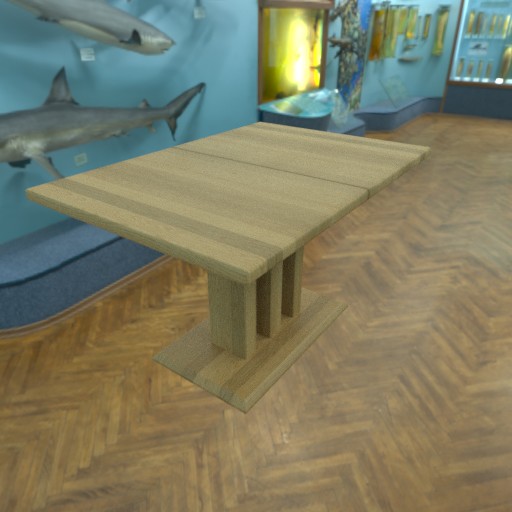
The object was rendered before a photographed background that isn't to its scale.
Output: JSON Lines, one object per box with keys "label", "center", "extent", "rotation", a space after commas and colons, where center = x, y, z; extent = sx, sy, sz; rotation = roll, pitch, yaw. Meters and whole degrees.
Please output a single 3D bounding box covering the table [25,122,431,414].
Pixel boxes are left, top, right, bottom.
{"label": "table", "center": [0.000, 0.000, 1.834], "extent": [0.900, 0.770, 1.300], "rotation": [19, 34, 31]}
